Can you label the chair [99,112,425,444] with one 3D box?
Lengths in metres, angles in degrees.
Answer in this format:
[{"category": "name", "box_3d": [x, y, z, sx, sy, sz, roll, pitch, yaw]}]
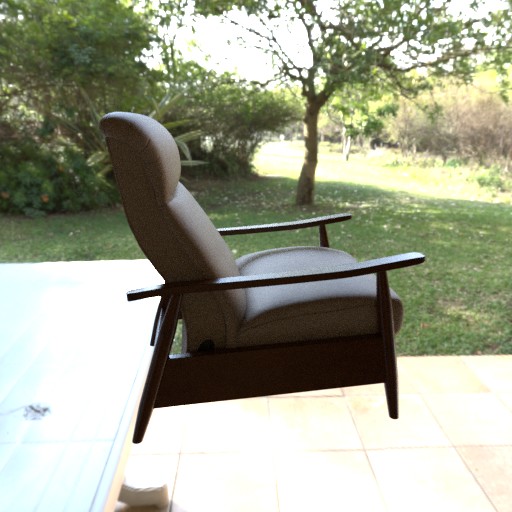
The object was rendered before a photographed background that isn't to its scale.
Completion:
[{"category": "chair", "box_3d": [0.000, 0.000, 1.770, 1.030, 1.082, 0.762, -2, 17, -8]}]
